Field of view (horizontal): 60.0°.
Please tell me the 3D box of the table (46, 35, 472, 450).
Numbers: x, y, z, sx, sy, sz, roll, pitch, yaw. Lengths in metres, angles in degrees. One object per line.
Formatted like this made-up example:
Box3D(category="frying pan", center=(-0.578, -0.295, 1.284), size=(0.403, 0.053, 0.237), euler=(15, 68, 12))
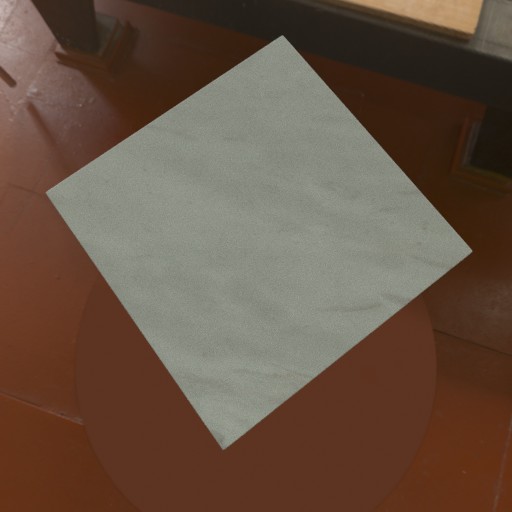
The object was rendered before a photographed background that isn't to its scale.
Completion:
Box3D(category="table", center=(0.000, 0.000, 0.798), size=(0.455, 0.431, 0.455), euler=(-36, 80, -7))
